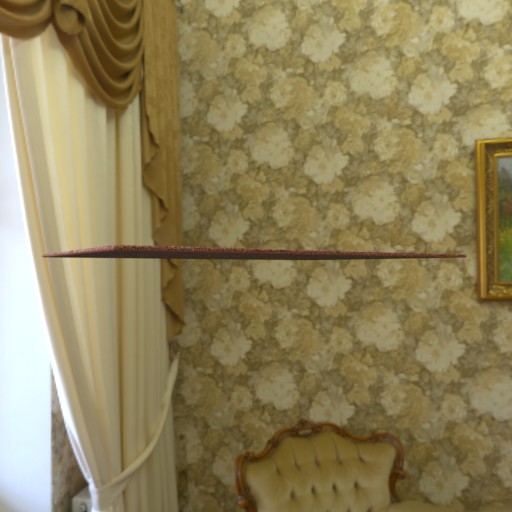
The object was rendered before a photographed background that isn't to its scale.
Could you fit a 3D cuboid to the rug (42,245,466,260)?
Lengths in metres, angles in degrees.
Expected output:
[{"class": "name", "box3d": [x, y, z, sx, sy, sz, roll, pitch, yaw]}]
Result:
[{"class": "rug", "box3d": [0.000, 0.000, 2.290, 1.829, 0.016, 1.219, 1, -2, -35]}]
